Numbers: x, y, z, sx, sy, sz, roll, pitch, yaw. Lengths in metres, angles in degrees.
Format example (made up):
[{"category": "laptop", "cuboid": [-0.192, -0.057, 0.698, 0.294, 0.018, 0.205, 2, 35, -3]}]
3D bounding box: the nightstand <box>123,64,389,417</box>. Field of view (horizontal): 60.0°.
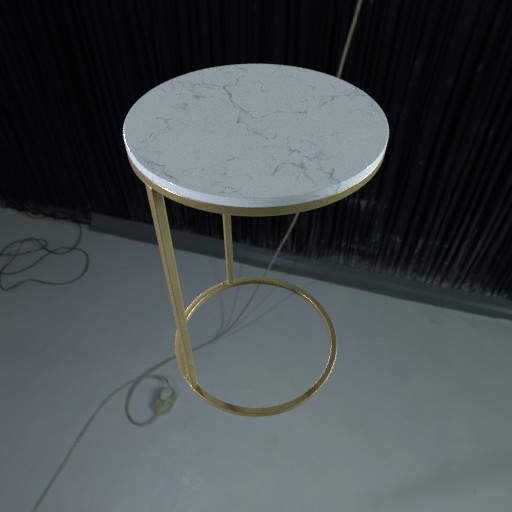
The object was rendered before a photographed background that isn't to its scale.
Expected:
[{"category": "nightstand", "cuboid": [0.000, 0.000, 0.899, 0.400, 0.610, 0.400, 10, 46, 9]}]
